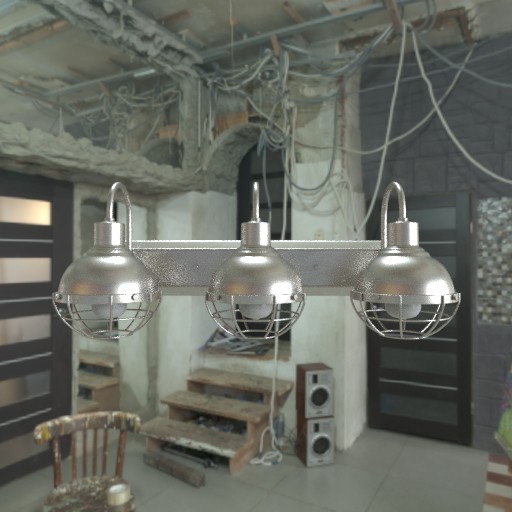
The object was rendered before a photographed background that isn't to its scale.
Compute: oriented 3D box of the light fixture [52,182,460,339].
[{"bbox_3d":[0.000,0.000,0.746,0.634,0.254,0.229,0,0,0],"label":"light fixture"}]
